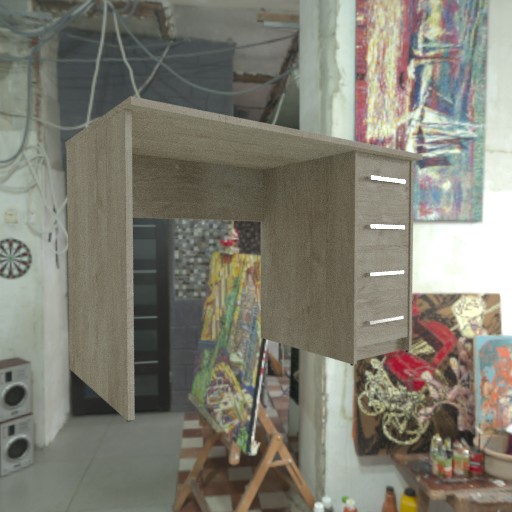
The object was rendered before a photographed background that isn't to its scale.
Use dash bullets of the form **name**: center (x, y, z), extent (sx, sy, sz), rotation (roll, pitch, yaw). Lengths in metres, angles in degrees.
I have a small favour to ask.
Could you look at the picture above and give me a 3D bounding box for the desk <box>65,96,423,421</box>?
- **desk**: center (0.000, 0.000, 1.521), extent (1.096, 0.730, 0.560), rotation (-1, 2, -37)
